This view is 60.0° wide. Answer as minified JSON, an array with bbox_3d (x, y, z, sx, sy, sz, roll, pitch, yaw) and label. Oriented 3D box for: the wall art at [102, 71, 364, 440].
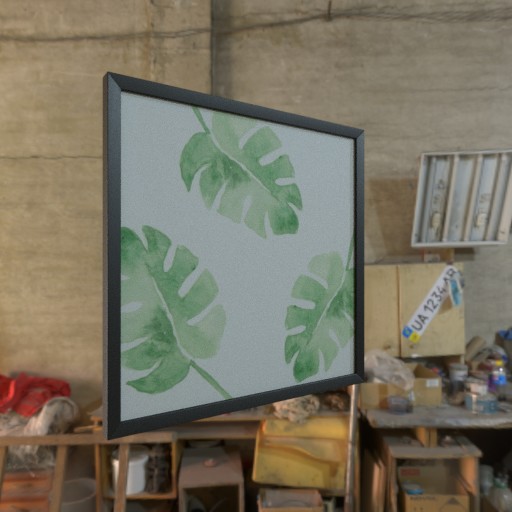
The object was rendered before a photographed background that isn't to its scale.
[{"bbox_3d":[0.000,0.000,1.145,0.765,0.765,0.038,0,0,-34],"label":"wall art"}]
